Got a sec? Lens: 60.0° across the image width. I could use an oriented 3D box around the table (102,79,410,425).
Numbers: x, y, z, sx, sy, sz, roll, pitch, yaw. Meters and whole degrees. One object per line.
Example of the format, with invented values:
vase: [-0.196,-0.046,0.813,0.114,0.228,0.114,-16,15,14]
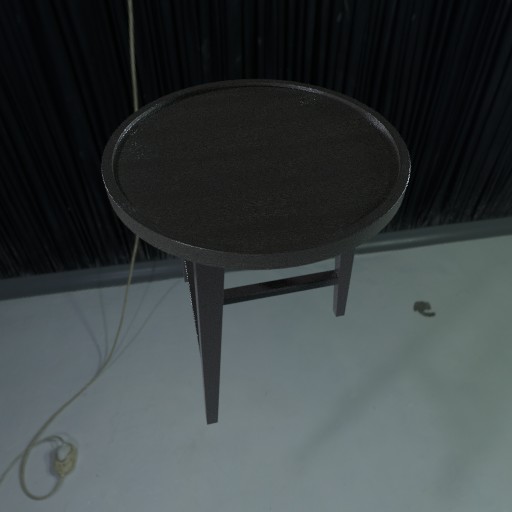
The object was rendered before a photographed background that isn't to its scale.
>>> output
table: [0.000,0.000,0.929,0.500,0.531,0.500,0,46,0]
